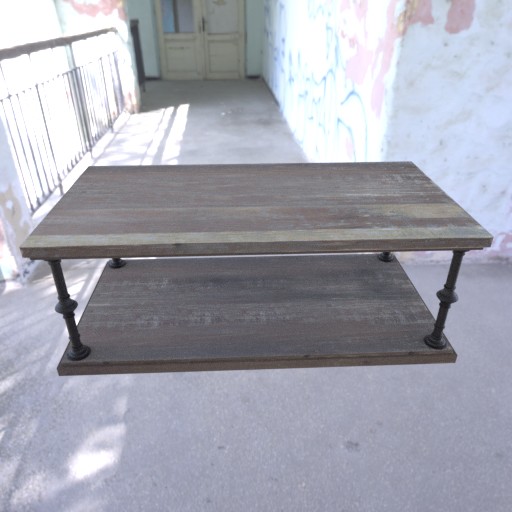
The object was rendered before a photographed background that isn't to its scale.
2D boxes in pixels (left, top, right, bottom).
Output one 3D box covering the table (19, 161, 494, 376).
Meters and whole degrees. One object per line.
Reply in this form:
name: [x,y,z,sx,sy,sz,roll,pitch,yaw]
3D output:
table: [0.000,0.000,1.354,1.088,0.399,0.554,-1,30,-2]
